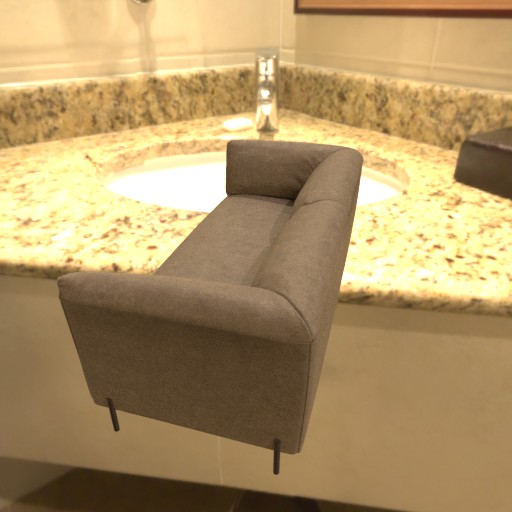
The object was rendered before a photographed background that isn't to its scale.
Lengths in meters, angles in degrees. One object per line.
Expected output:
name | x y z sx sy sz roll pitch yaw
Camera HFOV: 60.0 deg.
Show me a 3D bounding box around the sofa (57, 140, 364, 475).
sofa | 0.000 0.000 2.311 0.905 0.747 1.878 8 31 14
